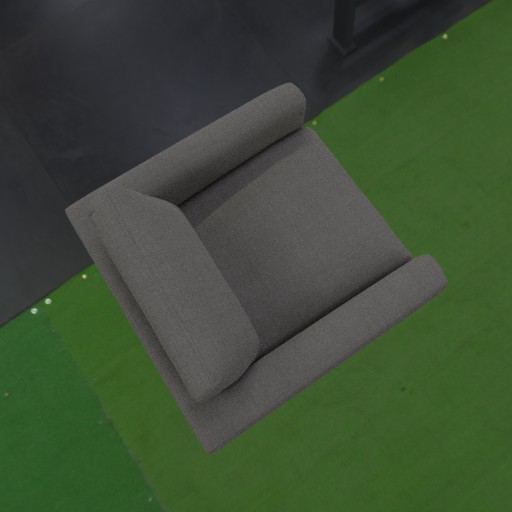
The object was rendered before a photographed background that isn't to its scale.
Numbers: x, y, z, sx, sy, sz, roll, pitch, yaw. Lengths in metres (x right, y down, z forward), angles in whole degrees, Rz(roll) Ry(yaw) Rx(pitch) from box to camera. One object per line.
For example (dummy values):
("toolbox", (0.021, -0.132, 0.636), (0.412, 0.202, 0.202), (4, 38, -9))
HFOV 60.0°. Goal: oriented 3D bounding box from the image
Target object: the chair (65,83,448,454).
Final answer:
("chair", (0.000, 0.000, 1.848), (1.100, 0.847, 1.070), (-33, 78, -8))
